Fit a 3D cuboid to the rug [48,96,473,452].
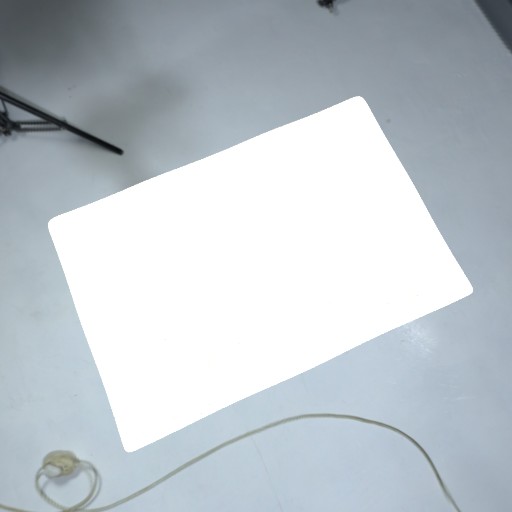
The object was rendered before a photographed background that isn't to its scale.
[{"bbox_3d":[0.000,0.000,3.313,2.698,0.025,1.798,-23,77,-6],"label":"rug"}]
